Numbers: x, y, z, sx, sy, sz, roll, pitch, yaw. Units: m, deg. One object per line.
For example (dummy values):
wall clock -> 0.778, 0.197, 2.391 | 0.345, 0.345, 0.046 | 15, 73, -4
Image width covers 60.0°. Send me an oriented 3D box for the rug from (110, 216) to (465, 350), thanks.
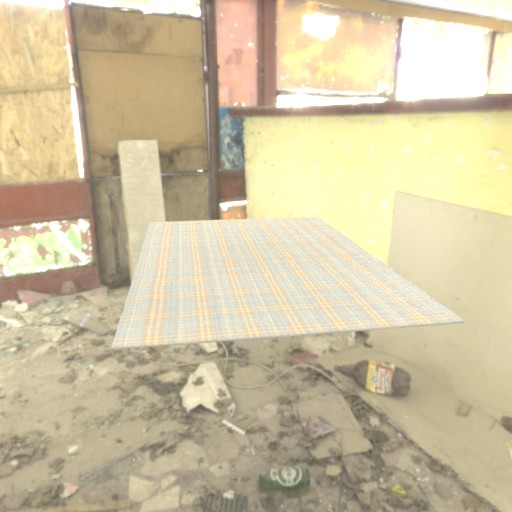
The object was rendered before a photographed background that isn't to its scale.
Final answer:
rug -> 0.000, 0.000, 2.351 | 1.231, 0.012, 1.835 | -3, 17, -9
